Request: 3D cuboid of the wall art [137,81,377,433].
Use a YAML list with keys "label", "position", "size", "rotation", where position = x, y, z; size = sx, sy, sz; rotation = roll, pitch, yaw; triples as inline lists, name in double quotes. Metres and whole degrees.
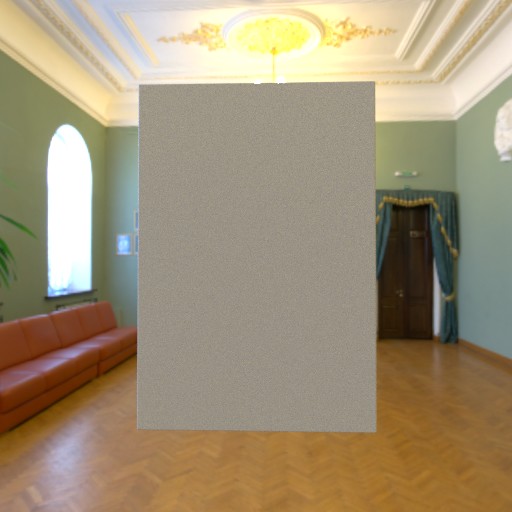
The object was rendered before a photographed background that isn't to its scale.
- label: "wall art"
  position: [0.000, 0.000, 1.045]
  size: [0.556, 0.813, 0.026]
  rotation: [0, -1, 2]
